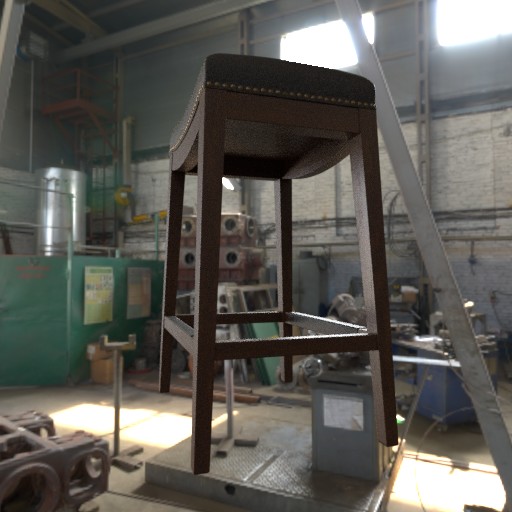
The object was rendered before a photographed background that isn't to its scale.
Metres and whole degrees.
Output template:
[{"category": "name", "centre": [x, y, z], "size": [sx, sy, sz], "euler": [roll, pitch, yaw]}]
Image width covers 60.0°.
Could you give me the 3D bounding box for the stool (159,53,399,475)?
[{"category": "stool", "centre": [0.000, 0.000, 0.947], "size": [0.353, 0.664, 0.490], "euler": [1, -2, -18]}]
